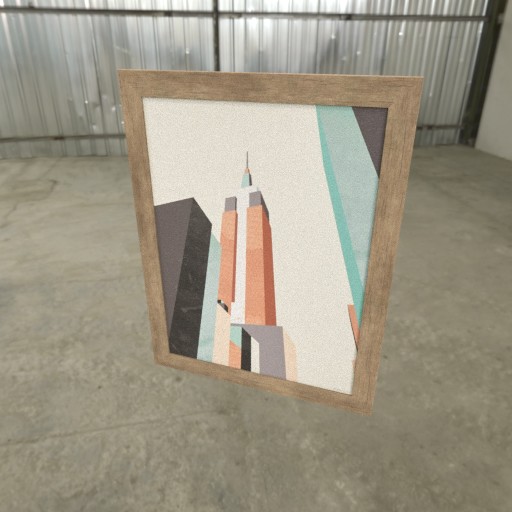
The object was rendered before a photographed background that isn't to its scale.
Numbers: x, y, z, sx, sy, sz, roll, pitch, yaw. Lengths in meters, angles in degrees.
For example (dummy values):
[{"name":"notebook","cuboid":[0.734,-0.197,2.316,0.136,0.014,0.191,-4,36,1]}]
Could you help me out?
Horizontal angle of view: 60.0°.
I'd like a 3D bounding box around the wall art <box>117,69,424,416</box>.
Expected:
[{"name":"wall art","cuboid":[0.000,0.000,0.896,0.534,0.686,0.018,9,28,17]}]
